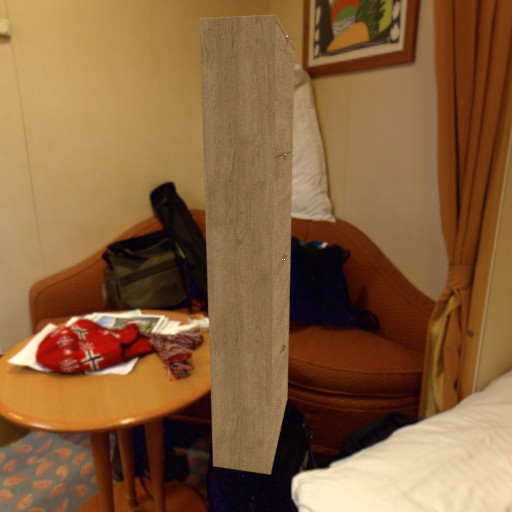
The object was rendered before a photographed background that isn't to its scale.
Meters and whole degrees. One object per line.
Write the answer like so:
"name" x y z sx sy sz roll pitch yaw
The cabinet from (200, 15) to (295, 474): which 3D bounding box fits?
"cabinet" 0.000 0.000 1.791 0.250 1.630 0.520 3 16 11
